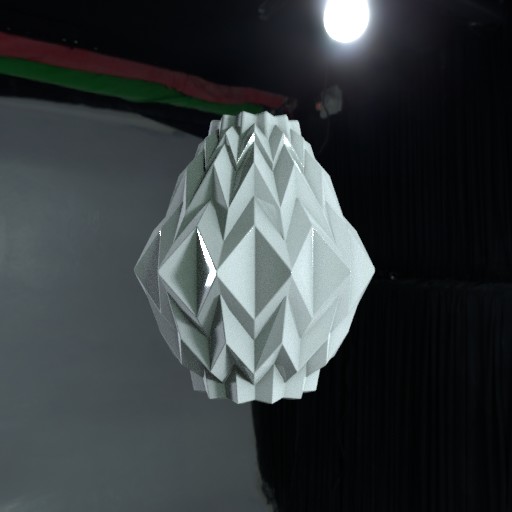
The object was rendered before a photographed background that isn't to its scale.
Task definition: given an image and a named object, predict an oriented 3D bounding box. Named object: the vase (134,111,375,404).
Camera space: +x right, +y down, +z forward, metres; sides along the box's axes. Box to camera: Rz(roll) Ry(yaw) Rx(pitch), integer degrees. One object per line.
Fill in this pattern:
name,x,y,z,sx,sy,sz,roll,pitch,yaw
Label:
vase,0.000,0.000,0.314,0.164,0.185,0.164,0,0,0
